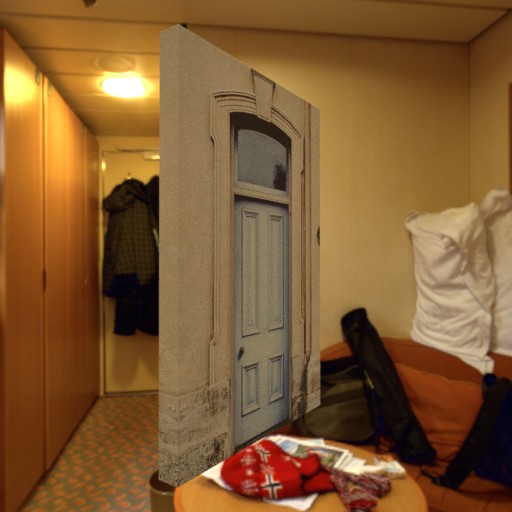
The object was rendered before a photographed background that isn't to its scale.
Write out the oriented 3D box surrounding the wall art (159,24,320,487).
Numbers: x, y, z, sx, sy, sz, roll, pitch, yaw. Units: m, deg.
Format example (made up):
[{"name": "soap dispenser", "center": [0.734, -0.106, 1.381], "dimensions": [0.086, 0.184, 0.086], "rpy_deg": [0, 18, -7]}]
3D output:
[{"name": "wall art", "center": [0.000, 0.000, 0.755], "dimensions": [0.036, 0.607, 0.403], "rpy_deg": [0, -1, 35]}]
